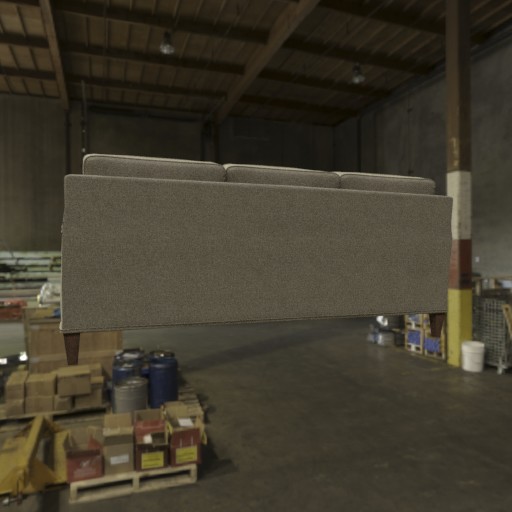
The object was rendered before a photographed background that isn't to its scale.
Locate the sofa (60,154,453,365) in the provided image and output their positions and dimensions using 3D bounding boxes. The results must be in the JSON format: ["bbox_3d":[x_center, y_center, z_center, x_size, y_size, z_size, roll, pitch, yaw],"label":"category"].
[{"bbox_3d":[0.000,0.000,2.798,2.246,1.003,1.084,0,0,-20],"label":"sofa"}]
